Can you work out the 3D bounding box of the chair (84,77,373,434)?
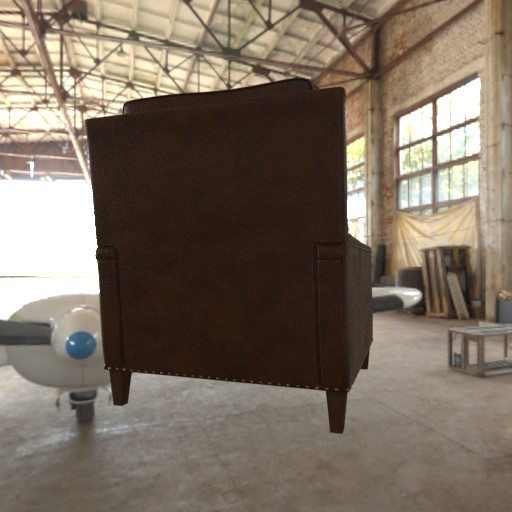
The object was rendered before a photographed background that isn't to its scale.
[{"bbox_3d":[0.000,0.000,1.795,0.854,1.054,1.035,0,-1,19],"label":"chair"}]
